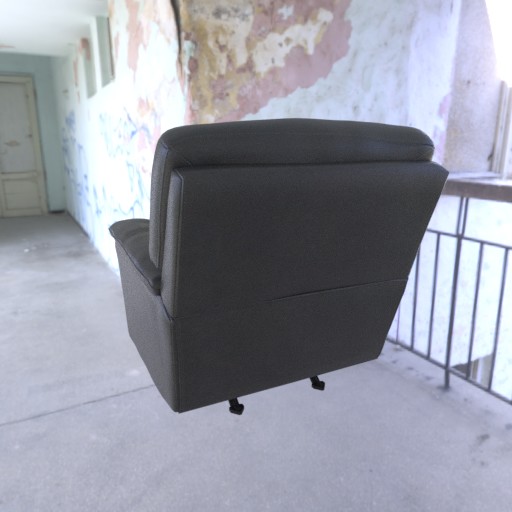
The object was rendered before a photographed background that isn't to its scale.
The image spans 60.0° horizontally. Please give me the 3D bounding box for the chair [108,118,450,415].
[{"bbox_3d":[0.000,0.000,1.922,1.096,1.109,1.087,-7,16,-26],"label":"chair"}]
